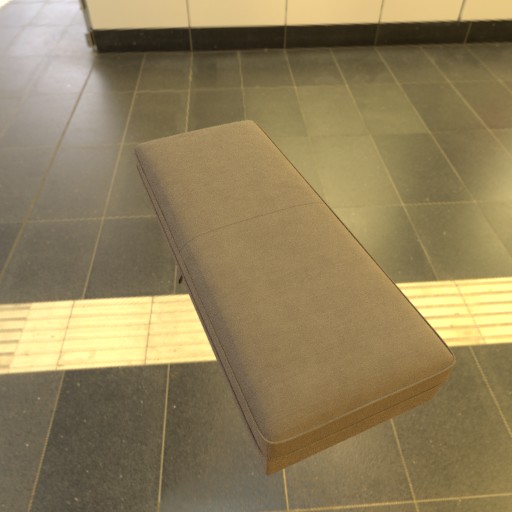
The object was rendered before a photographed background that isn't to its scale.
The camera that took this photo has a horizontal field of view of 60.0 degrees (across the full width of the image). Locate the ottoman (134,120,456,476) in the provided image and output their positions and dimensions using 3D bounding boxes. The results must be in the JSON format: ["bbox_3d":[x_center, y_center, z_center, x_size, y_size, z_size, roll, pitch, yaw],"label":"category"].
[{"bbox_3d":[0.000,0.000,2.041,0.751,0.470,1.764,-17,48,-16],"label":"ottoman"}]
